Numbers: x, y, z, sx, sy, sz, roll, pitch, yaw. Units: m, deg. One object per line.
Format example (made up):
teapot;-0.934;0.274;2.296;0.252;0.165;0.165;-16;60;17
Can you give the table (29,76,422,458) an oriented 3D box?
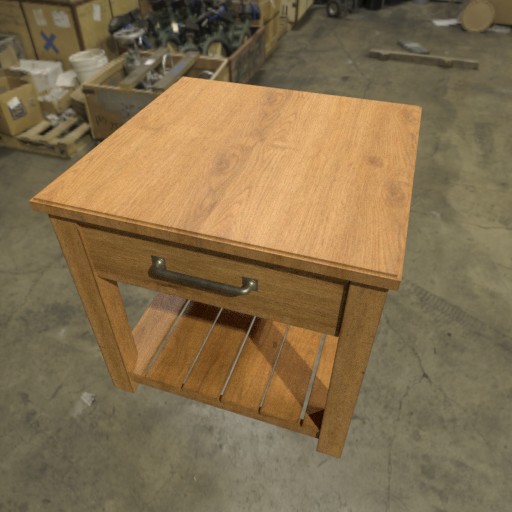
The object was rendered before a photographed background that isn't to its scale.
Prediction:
table;0.000;0.000;1.085;0.616;0.593;0.612;12;43;13
